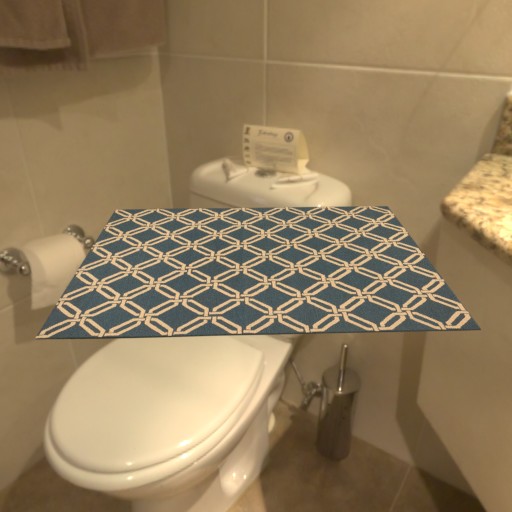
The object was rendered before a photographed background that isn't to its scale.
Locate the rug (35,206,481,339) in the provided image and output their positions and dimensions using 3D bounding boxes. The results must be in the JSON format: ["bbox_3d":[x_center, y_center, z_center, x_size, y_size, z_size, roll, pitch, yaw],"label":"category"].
[{"bbox_3d":[0.000,0.000,4.377,3.342,0.018,2.432,-1,29,-2],"label":"rug"}]
